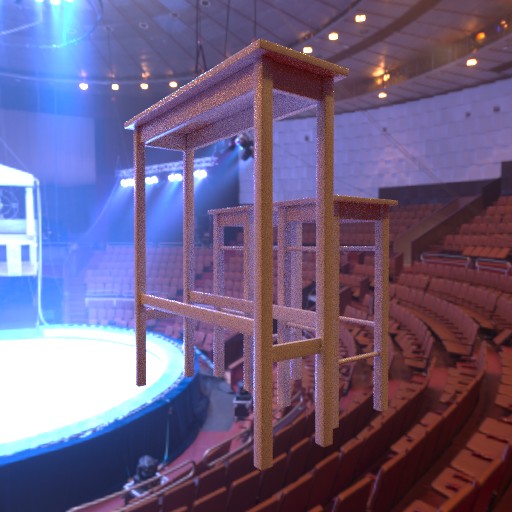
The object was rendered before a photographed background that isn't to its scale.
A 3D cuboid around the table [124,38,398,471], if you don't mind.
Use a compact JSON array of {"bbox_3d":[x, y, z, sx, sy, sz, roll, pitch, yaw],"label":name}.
[{"bbox_3d":[0.000,0.000,1.629,0.650,1.065,0.915,-1,2,-36],"label":"table"}]
